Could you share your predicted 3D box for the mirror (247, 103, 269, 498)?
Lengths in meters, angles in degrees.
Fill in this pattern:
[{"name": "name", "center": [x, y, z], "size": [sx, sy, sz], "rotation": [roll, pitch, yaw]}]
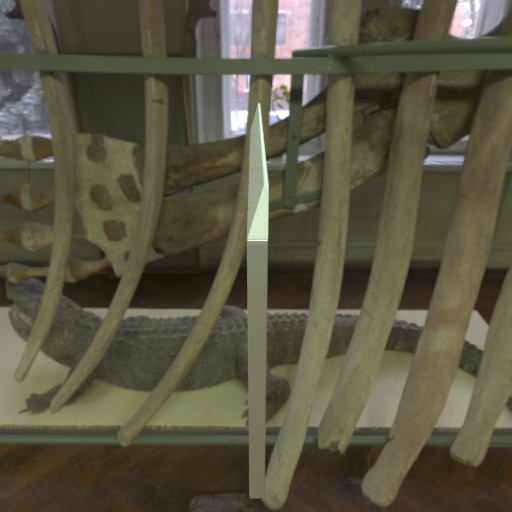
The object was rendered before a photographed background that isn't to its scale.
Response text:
[{"name": "mirror", "center": [0.000, 0.000, 1.118], "size": [0.030, 0.630, 0.870], "rotation": [0, 26, 0]}]
